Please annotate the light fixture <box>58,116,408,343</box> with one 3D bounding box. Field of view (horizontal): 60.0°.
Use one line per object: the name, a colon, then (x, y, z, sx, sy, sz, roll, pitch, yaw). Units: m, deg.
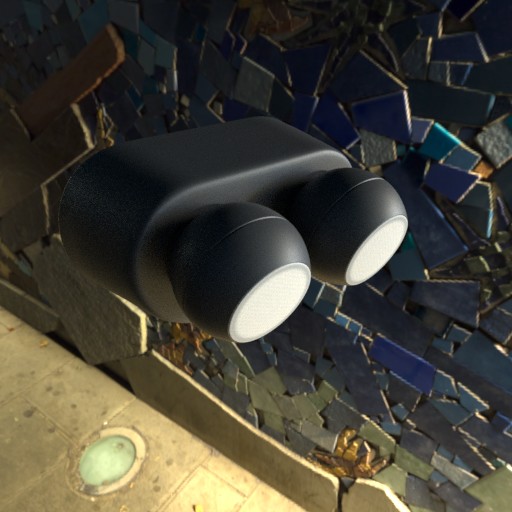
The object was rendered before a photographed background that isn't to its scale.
light fixture: (0.000, 0.000, 0.332, 0.229, 0.159, 0.159, -22, 37, -33)
